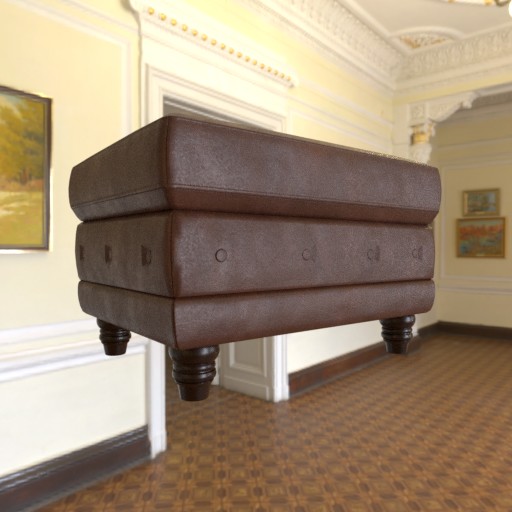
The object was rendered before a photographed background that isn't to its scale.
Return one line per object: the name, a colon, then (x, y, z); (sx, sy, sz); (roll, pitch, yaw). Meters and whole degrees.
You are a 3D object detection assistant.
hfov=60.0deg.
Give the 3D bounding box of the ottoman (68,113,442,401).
ottoman: (0.000, 0.000, 1.156); (0.795, 0.509, 0.588); (-1, 1, -37)
